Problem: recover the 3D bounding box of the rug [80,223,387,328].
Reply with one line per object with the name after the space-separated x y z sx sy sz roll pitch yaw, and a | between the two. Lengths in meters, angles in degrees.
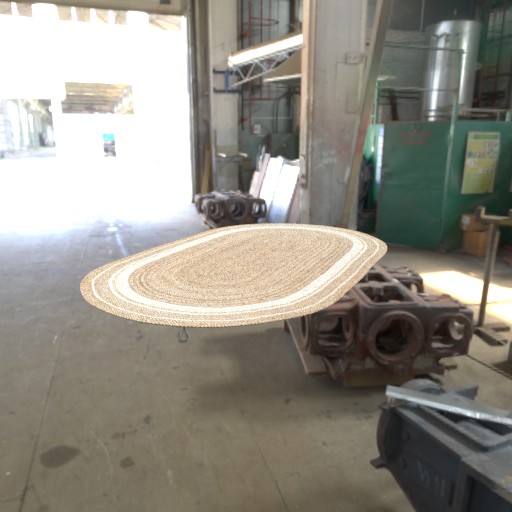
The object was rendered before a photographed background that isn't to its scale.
0.000 0.000 2.987 1.520 0.006 2.432 8 17 27 | rug
